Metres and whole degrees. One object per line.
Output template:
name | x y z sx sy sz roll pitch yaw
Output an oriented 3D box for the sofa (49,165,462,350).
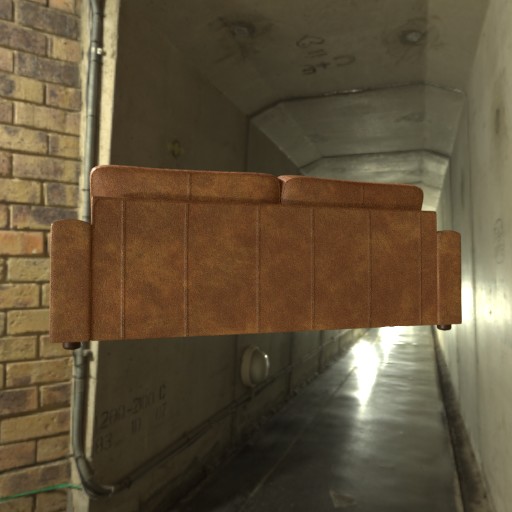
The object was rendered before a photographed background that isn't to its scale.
sofa | 0.000 0.000 2.714 2.179 0.873 1.016 0 -1 -17
